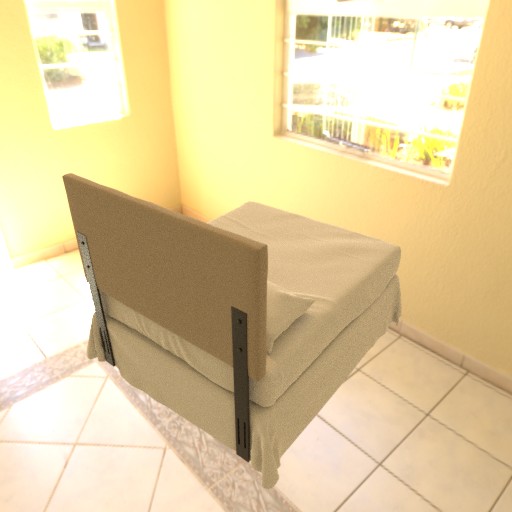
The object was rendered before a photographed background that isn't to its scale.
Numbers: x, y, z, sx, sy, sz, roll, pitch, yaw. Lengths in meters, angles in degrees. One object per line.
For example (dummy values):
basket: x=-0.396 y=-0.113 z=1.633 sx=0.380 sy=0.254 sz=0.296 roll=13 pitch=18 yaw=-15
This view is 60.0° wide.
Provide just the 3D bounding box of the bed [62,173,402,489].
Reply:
bed: x=0.000 y=0.000 z=3.528 sx=1.936 sy=1.577 sz=2.222 roll=21 pitch=36 yaw=32
